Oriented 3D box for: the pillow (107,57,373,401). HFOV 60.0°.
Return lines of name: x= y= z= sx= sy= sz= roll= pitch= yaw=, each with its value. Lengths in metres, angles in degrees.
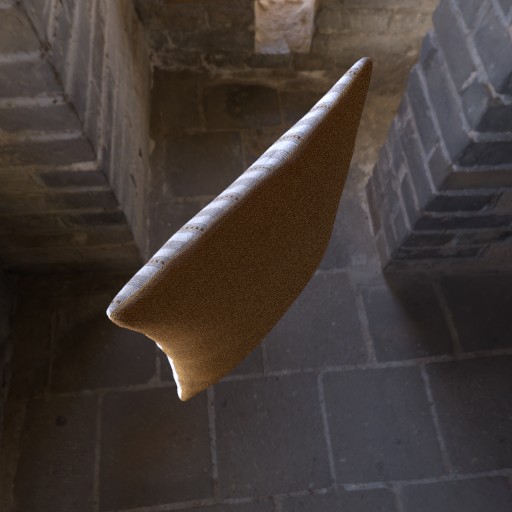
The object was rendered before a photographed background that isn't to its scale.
pillow: x=0.000 y=0.000 z=0.656 sx=0.147 sy=0.437 sz=0.432 roll=35 pitch=68 yaw=16
